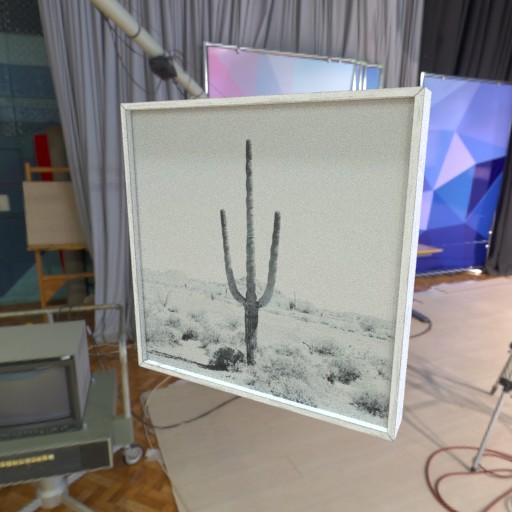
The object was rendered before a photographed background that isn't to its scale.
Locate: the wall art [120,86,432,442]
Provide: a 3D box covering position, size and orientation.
[{"bbox_3d":[0.000,0.000,0.452,0.305,0.305,0.038,7,16,27],"label":"wall art"}]
